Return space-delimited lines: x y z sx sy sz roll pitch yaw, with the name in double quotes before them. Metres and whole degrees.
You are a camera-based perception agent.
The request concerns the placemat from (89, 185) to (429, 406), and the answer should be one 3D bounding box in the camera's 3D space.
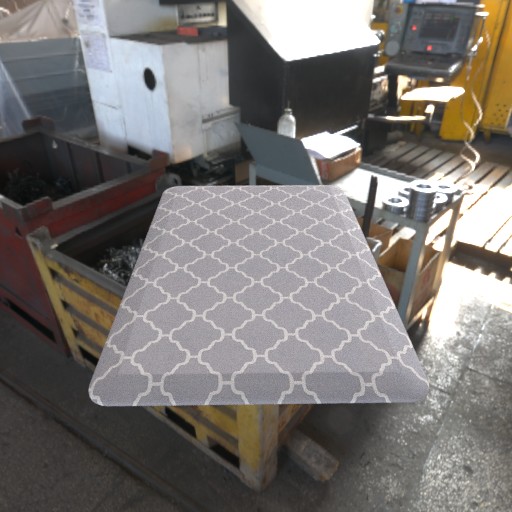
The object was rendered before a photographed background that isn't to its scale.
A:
"placemat" 0.000 0.000 0.950 0.508 0.021 0.762 0 33 -1
